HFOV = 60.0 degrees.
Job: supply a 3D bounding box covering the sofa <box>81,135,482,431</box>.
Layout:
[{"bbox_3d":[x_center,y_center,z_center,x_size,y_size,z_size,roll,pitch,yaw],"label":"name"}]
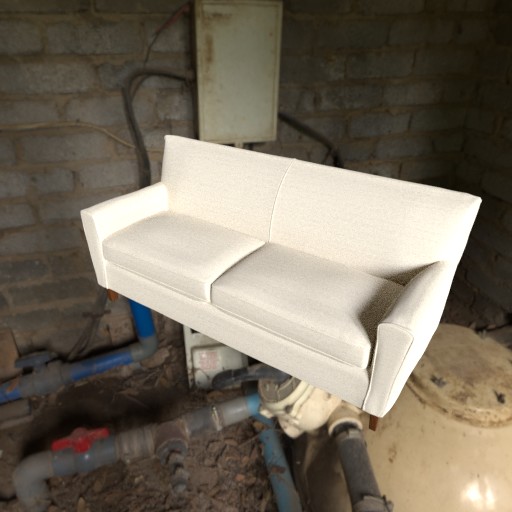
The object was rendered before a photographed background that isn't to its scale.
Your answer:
[{"bbox_3d":[0.000,0.000,2.478,2.001,0.907,0.841,19,35,29],"label":"sofa"}]
